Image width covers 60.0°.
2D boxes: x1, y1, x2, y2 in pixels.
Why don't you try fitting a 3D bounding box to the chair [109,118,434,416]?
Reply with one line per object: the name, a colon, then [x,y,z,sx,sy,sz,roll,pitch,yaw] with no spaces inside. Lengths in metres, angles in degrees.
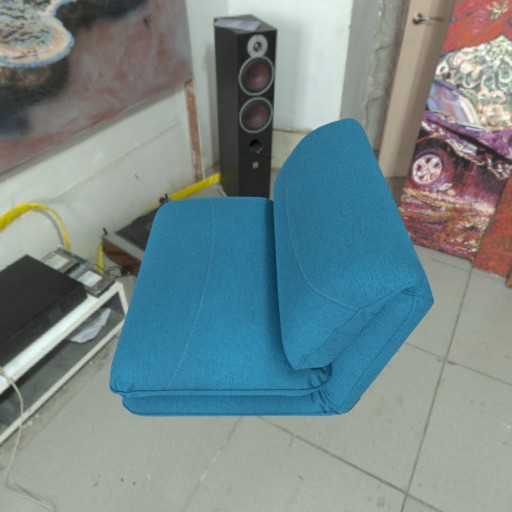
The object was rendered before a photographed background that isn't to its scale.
chair: [0.000,0.000,1.363,0.780,0.580,0.820,0,41,0]
